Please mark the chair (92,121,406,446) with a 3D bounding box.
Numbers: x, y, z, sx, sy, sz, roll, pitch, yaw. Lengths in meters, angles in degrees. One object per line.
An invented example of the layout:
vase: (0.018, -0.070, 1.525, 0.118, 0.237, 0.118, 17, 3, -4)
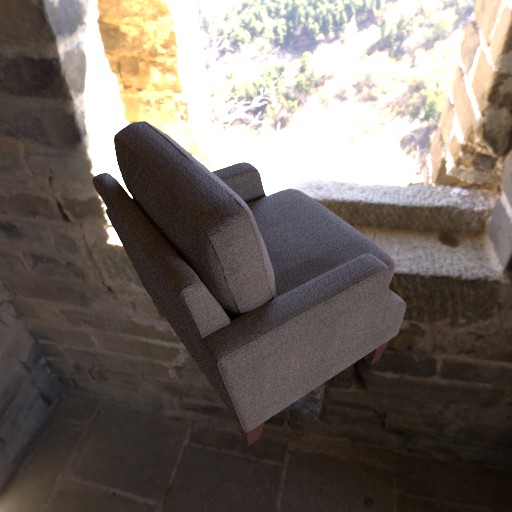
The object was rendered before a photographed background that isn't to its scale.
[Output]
chair: (0.000, 0.000, 1.674, 0.897, 0.993, 0.855, -24, 47, -25)
